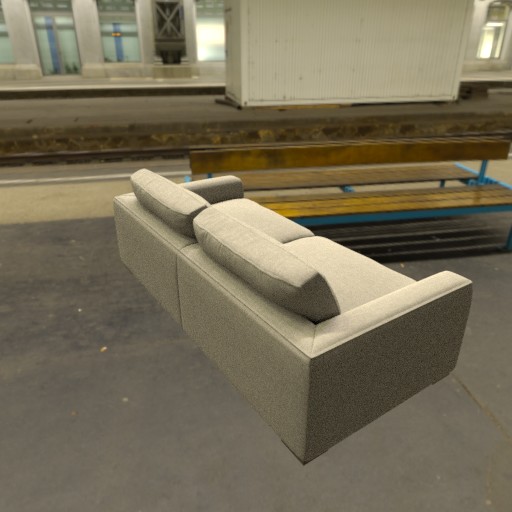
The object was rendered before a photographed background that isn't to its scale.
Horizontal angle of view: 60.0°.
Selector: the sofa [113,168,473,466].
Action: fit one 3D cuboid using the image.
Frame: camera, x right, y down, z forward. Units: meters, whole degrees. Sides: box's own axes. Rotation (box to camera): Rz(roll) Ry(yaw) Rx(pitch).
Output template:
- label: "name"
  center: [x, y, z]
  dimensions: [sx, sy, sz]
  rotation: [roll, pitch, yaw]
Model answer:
- label: "sofa"
  center: [0.000, 0.000, 2.746]
  dimensions: [1.070, 0.801, 2.262]
  rotation: [-17, 31, -30]
